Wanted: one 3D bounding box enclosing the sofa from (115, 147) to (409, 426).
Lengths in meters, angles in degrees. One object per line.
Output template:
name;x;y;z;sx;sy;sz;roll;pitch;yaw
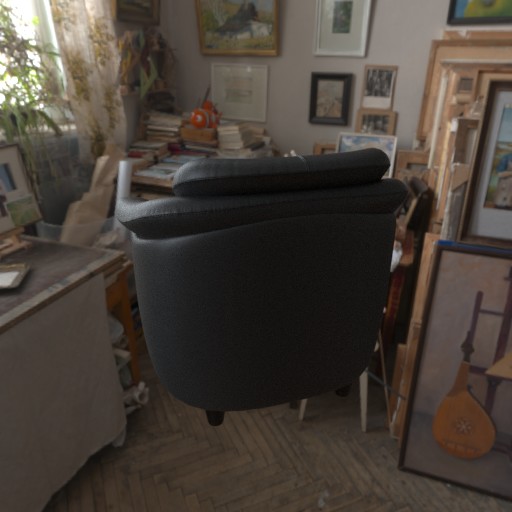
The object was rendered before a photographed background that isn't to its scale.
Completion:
sofa;0.000;0.000;1.489;0.870;0.811;0.794;-7;26;-15
